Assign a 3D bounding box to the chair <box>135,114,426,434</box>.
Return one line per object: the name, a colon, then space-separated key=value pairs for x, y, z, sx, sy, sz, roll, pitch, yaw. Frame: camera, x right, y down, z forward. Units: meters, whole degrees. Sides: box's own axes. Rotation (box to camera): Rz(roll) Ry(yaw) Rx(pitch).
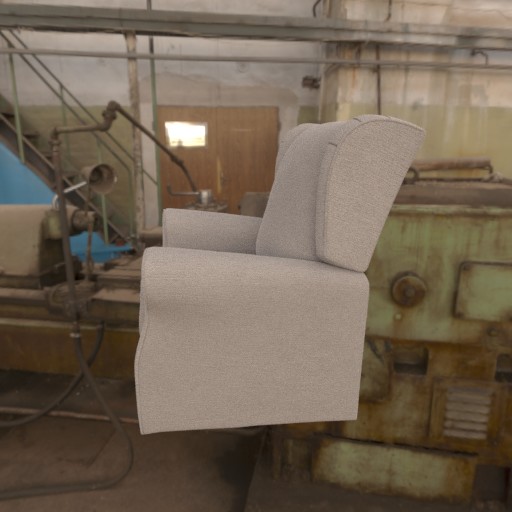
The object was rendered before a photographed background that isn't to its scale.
chair: x=0.000 y=0.000 z=1.640 sx=0.854 sy=0.966 sz=0.906 roll=-2 pitch=15 yaw=-7
